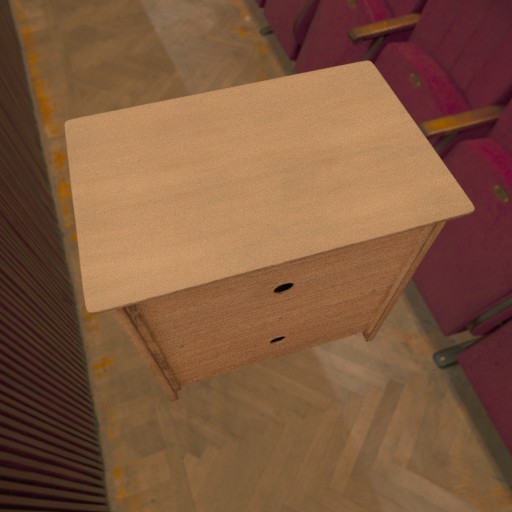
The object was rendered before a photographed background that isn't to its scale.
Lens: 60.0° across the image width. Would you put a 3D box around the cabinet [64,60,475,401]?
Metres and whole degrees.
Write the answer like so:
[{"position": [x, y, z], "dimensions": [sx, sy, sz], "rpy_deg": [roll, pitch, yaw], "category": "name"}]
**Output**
[{"position": [0.000, 0.000, 1.266], "dimensions": [0.763, 0.762, 0.503], "rpy_deg": [-15, 60, -9], "category": "cabinet"}]
